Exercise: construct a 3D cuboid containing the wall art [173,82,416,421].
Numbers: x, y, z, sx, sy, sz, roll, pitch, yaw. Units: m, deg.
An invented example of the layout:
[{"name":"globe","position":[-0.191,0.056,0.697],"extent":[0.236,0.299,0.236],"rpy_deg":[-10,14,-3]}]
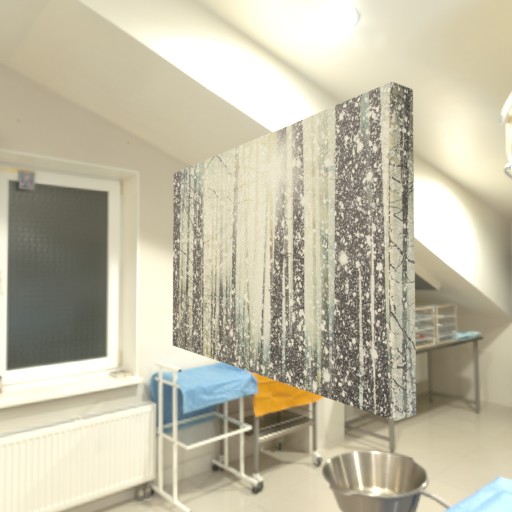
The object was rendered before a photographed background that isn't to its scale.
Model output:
[{"name":"wall art","position":[0.000,0.000,0.781],"extent":[0.042,0.398,0.618],"rpy_deg":[1,-2,-35]}]
